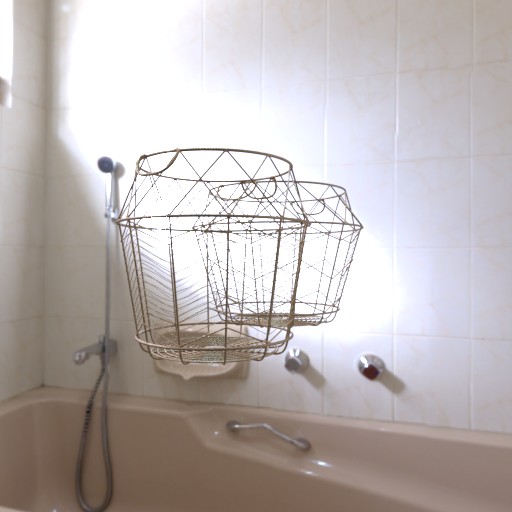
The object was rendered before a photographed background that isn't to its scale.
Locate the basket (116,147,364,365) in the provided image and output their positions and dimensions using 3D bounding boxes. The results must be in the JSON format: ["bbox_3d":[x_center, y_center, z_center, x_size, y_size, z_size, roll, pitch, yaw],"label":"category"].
[{"bbox_3d":[0.000,0.000,1.016,0.451,0.343,0.805,0,-1,18],"label":"basket"}]
